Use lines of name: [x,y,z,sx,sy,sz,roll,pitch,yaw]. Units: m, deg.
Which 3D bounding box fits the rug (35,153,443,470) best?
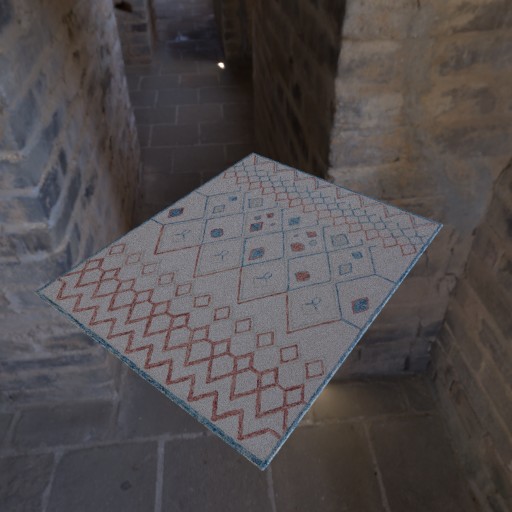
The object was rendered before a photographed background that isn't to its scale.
rug: [0.000,0.000,4.137,2.441,0.016,3.050,27,48,27]
